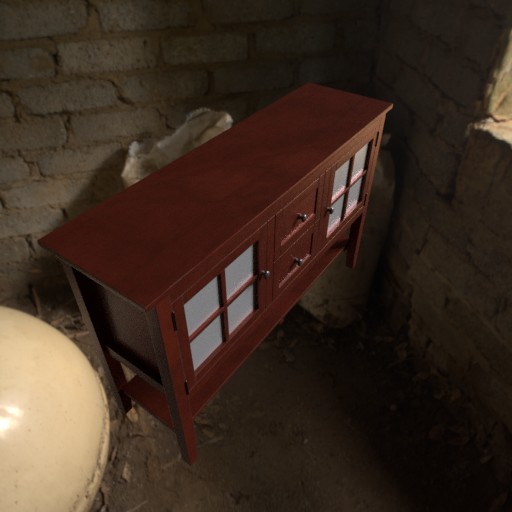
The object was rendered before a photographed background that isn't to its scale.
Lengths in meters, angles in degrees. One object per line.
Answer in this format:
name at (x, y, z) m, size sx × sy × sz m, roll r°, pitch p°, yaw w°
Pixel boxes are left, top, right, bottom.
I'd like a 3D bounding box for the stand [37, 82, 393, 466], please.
stand at (0.000, 0.000, 1.753) m, size 0.410 × 0.872 × 1.362 m, roll 26°, pitch 47°, yaw 26°
